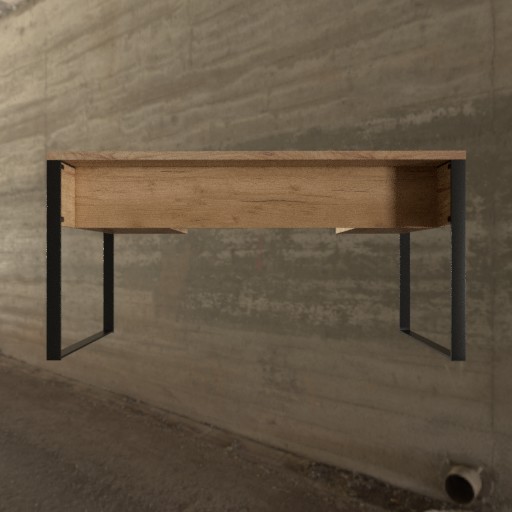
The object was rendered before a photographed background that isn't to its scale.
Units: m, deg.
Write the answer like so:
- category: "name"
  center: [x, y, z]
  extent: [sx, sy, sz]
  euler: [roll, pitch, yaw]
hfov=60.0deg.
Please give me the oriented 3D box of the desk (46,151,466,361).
- category: "desk"
  center: [0.000, 0.000, 1.906]
  extent: [1.520, 0.760, 0.600]
  euler: [0, 0, 0]
